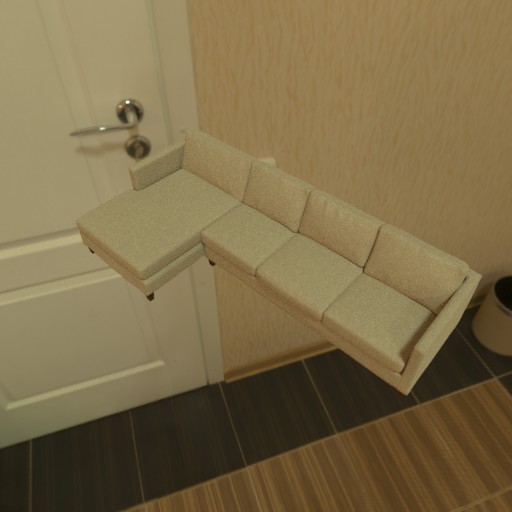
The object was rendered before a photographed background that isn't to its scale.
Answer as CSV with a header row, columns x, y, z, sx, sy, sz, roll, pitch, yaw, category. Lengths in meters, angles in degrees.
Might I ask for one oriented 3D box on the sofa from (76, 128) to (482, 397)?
x,y,z,sx,sy,sz,roll,pitch,yaw,category
0.000,0.000,3.849,3.186,0.846,1.625,33,54,28,sofa
